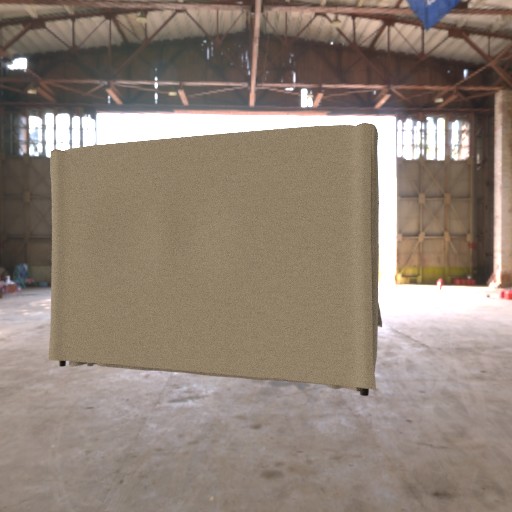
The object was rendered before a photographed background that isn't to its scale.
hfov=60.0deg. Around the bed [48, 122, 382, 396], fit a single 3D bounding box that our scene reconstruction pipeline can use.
[{"bbox_3d":[0.000,0.000,3.454,1.925,1.332,2.276,0,1,18],"label":"bed"}]
